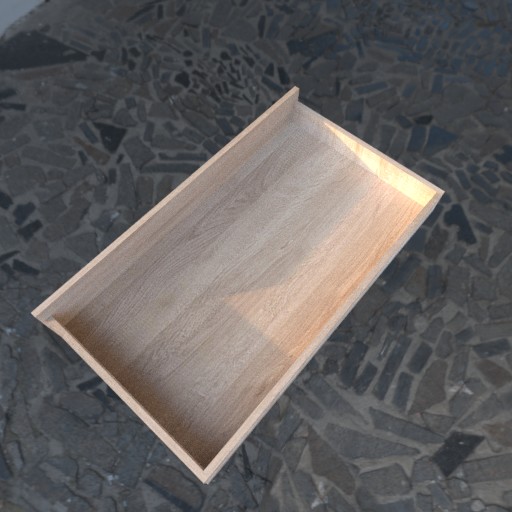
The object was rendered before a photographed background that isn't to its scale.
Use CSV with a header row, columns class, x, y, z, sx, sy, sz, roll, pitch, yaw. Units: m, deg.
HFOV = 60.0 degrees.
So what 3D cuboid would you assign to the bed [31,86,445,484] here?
class,x,y,z,sx,sy,sz,roll,pitch,yaw
bed,0.000,0.000,1.464,0.685,0.209,1.200,38,69,17
